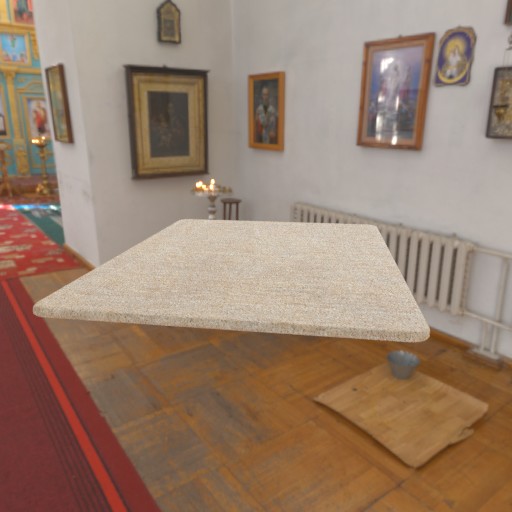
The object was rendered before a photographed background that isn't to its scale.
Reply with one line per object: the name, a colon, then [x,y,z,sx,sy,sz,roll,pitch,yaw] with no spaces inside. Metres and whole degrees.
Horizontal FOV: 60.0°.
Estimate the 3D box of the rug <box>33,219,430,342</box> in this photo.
rug: [0.000,0.000,3.325,2.009,0.048,2.528,2,16,9]
